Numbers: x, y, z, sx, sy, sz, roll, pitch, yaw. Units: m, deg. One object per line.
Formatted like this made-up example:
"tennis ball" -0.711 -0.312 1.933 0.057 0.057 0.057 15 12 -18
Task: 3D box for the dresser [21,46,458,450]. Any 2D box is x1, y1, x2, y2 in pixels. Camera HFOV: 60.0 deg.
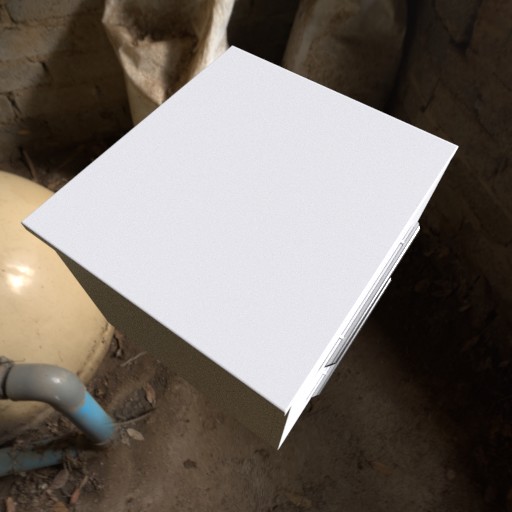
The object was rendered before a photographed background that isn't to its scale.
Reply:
"dresser" 0.000 0.000 0.725 0.400 0.360 0.430 31 64 17
